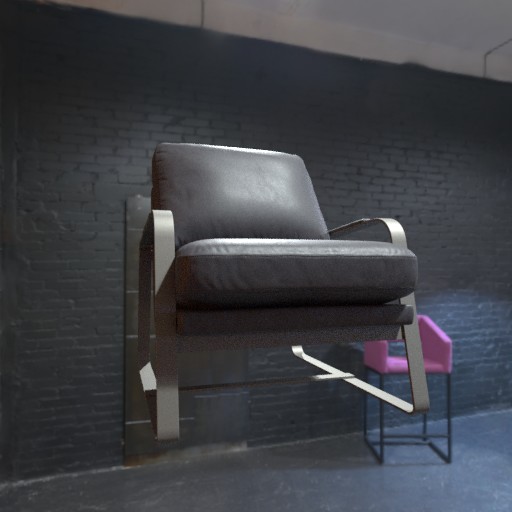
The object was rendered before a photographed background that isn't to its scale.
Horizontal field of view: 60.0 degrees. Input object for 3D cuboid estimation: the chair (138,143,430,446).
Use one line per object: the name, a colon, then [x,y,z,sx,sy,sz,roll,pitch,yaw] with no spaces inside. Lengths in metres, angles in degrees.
chair: [0.000,0.000,1.425,0.692,0.839,0.878,0,-1,-18]
